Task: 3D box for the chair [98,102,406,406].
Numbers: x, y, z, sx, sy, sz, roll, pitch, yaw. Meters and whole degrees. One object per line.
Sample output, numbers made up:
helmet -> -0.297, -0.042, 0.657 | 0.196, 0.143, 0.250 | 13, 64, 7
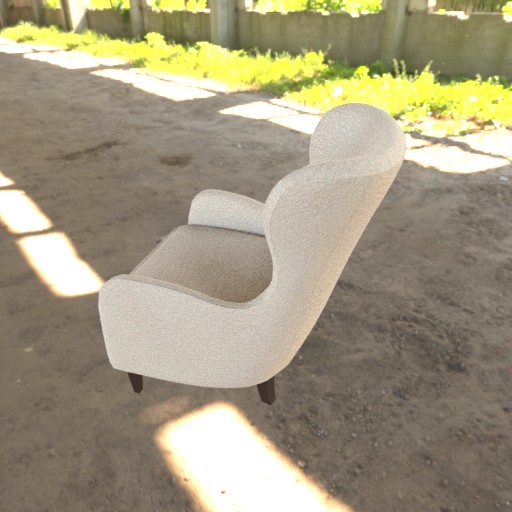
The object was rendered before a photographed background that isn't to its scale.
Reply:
chair -> 0.000, 0.000, 1.756 | 0.984, 1.064, 0.861 | 8, 31, 14
